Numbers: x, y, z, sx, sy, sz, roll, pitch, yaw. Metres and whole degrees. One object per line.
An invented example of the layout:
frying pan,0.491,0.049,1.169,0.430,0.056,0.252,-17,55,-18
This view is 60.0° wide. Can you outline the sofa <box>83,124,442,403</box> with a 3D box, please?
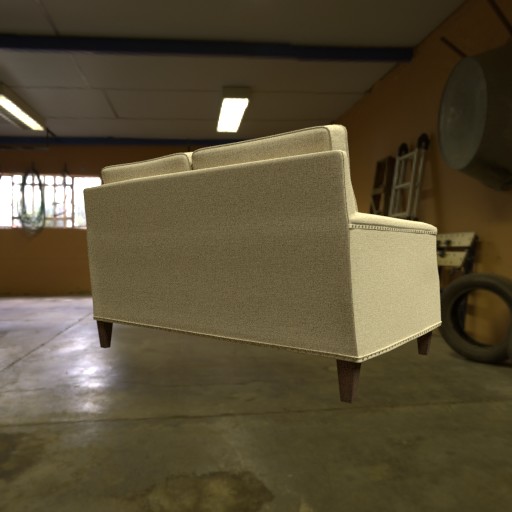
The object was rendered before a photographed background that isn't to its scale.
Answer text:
sofa,0.000,0.000,2.311,1.597,1.003,1.084,1,1,37
